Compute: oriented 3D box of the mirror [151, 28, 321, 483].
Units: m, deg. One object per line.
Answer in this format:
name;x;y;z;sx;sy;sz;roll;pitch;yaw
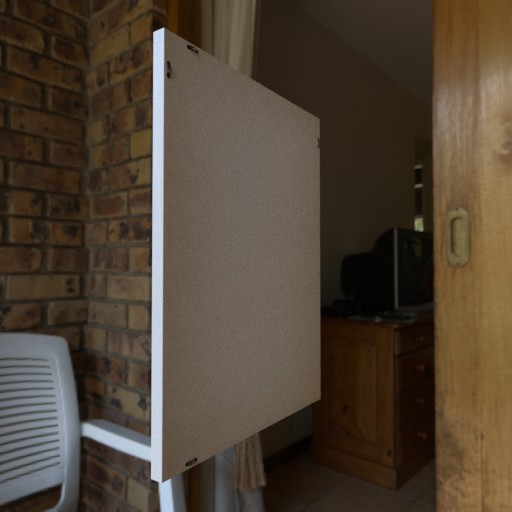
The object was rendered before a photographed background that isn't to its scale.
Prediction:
mirror;0.000;0.000;1.307;0.040;1.016;0.762;-1;-2;35
